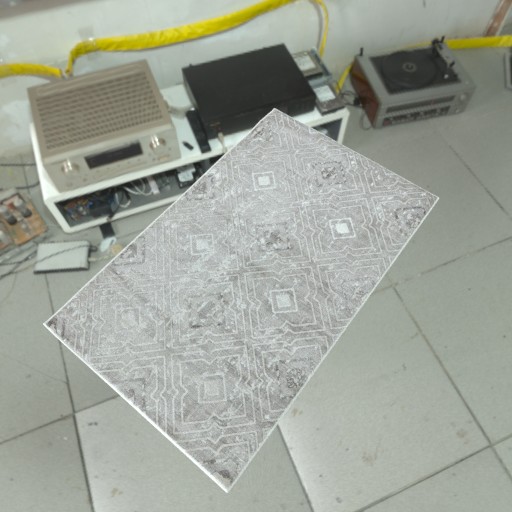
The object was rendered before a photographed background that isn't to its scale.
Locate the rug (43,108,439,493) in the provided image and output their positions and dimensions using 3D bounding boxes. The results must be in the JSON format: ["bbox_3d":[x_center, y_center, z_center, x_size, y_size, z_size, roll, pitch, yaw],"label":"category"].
[{"bbox_3d":[0.000,0.000,3.043,1.537,0.036,2.447,34,66,17],"label":"rug"}]
